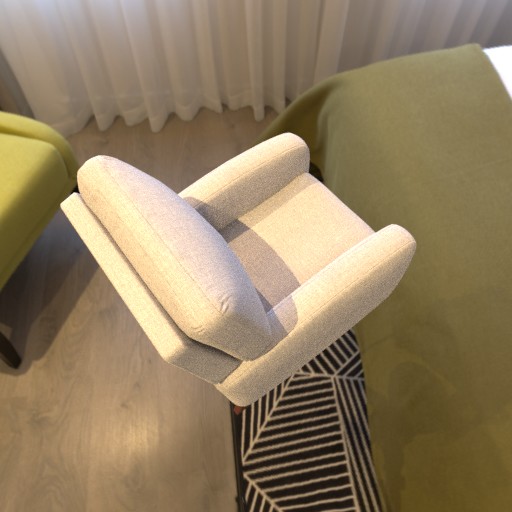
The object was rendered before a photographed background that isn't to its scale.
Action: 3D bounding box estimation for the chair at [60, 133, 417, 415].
[{"bbox_3d":[0.000,0.000,1.659,0.990,0.990,0.762,-33,64,-19],"label":"chair"}]
